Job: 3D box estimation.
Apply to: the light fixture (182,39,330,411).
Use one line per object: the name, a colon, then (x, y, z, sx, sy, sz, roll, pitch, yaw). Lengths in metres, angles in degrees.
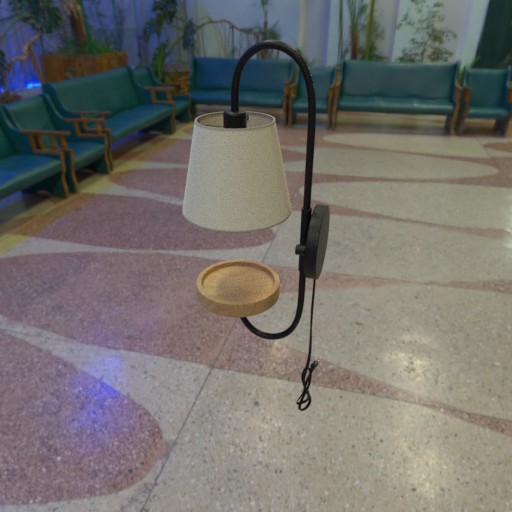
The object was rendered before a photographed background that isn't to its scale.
light fixture: (0.000, 0.000, 0.933, 0.299, 0.821, 0.220, 9, 30, 15)
